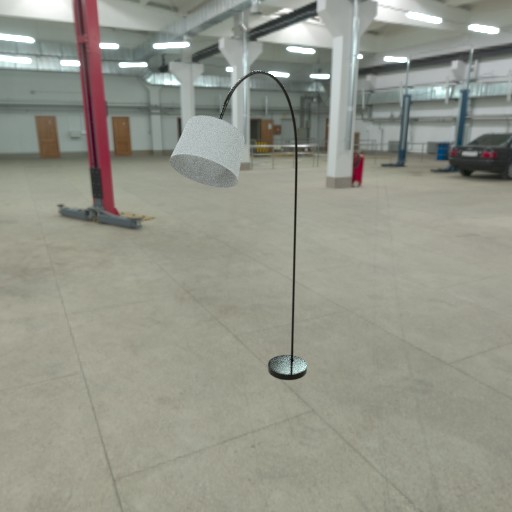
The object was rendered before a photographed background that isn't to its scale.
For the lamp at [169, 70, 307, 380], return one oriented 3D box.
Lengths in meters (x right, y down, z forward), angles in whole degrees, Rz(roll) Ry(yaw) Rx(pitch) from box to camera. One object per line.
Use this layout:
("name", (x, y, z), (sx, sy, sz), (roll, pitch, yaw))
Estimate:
("lamp", (0.000, 0.000, 2.689), (0.331, 2.104, 1.363), (8, 18, 26))
